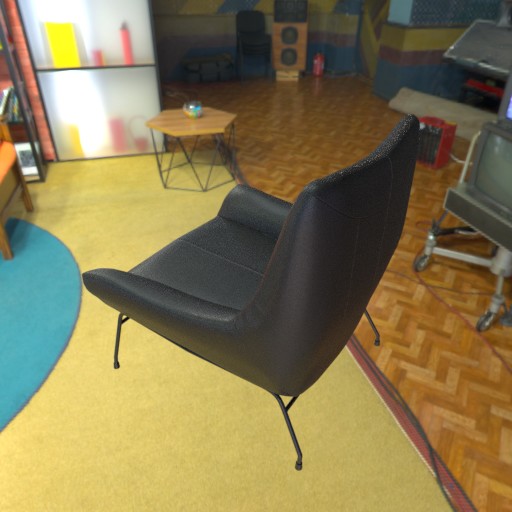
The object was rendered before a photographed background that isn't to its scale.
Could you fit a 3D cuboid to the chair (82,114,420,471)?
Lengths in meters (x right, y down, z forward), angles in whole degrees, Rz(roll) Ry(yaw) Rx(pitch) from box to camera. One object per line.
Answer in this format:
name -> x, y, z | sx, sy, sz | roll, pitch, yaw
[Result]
chair -> 0.000, 0.000, 1.504 | 0.826, 0.922, 0.836 | 20, 38, 28
